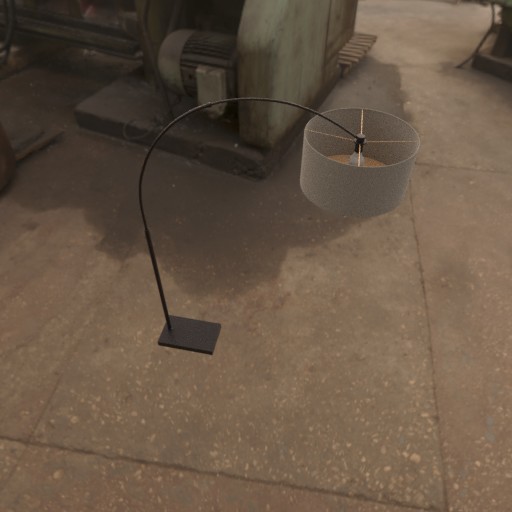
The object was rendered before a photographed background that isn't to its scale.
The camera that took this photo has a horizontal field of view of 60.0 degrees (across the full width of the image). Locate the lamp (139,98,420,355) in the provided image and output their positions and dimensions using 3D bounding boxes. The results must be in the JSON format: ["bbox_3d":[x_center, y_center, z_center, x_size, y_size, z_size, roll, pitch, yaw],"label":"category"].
[{"bbox_3d":[0.000,0.000,2.583,1.424,1.927,0.493,8,46,8],"label":"lamp"}]
